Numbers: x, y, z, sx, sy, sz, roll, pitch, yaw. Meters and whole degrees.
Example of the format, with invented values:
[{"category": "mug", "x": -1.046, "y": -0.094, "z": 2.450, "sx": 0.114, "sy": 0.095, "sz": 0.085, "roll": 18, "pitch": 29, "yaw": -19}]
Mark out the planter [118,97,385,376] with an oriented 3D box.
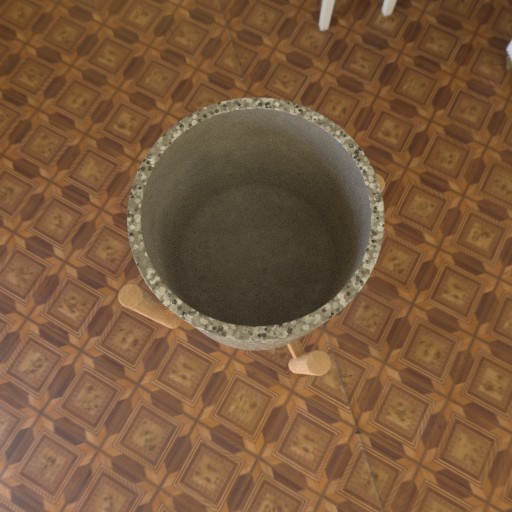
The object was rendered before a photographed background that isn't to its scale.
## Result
[{"category": "planter", "x": 0.000, "y": 0.000, "z": 0.538, "sx": 0.284, "sy": 0.320, "sz": 0.284, "roll": -3, "pitch": 76, "yaw": -1}]
